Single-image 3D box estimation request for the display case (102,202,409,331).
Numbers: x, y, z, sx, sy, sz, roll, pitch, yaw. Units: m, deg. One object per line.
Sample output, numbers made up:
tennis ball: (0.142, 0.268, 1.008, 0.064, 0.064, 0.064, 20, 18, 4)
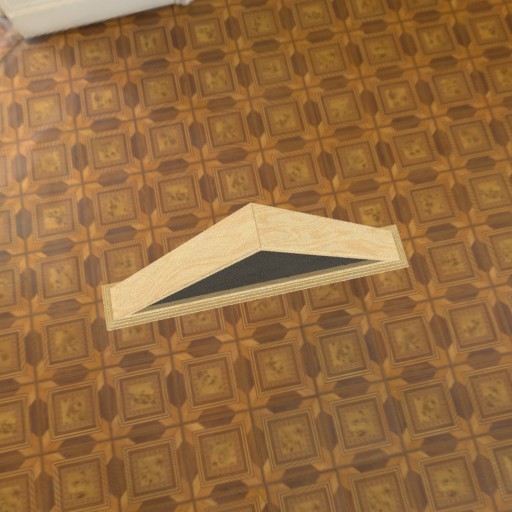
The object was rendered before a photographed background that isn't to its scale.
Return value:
display case: (0.000, 0.000, 0.772, 0.640, 0.340, 0.095, -12, 76, -3)
